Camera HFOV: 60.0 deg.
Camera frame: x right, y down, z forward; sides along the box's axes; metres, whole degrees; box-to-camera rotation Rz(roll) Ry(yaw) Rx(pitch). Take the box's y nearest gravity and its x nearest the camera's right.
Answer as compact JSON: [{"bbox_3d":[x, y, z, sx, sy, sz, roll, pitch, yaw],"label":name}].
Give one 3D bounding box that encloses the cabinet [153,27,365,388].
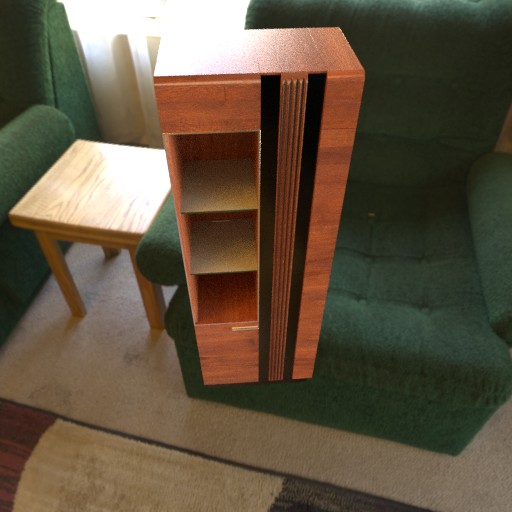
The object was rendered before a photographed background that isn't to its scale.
[{"bbox_3d":[0.000,0.000,2.211,0.660,1.980,0.420,-3,46,-3],"label":"cabinet"}]
